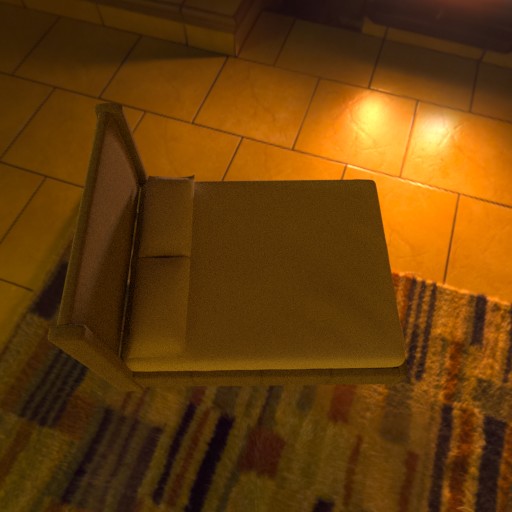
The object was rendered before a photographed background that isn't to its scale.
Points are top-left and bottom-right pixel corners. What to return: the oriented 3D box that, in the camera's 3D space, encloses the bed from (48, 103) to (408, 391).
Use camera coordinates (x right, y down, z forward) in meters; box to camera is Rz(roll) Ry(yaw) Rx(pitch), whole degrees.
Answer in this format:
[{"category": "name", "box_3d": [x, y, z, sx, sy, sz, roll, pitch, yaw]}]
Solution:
[{"category": "bed", "box_3d": [0.000, 0.000, 3.385, 2.245, 1.481, 1.714, -1, 63, 0]}]
